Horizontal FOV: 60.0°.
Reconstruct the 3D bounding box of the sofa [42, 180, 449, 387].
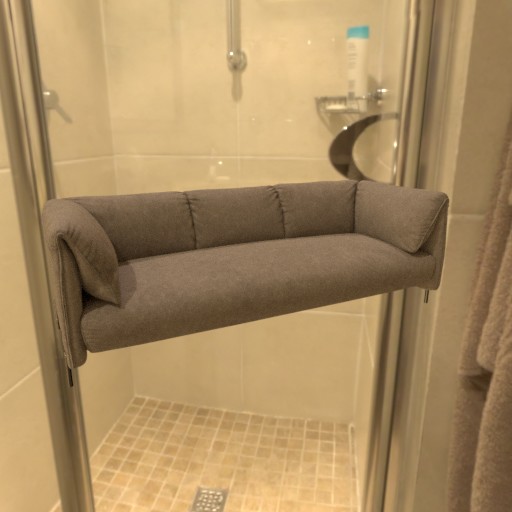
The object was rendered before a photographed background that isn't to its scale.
[{"bbox_3d":[0.000,0.000,2.637,2.238,0.758,0.899,-8,18,-26],"label":"sofa"}]
